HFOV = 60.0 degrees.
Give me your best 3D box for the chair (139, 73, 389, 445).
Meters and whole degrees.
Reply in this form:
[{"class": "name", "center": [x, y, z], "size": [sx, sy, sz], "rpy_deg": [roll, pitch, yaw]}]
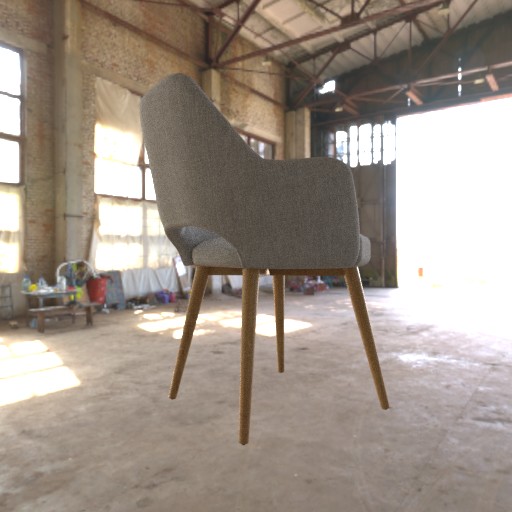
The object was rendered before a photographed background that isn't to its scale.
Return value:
[{"class": "chair", "center": [0.000, 0.000, 1.243], "size": [0.610, 0.840, 0.590], "rpy_deg": [0, 0, -35]}]
